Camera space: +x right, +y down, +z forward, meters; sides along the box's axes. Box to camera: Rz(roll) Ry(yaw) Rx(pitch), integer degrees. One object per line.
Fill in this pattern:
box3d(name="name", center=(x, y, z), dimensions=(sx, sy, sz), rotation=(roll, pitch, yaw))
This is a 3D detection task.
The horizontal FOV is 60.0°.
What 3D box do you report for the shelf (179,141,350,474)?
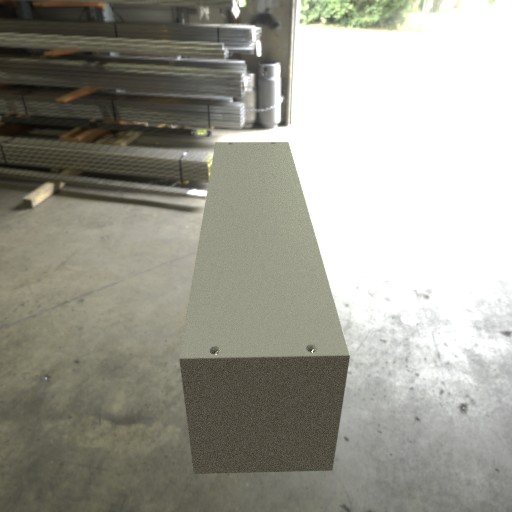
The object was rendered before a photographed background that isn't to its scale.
box3d(name="shelf", center=(0.000, 0.000, 0.691), dimensions=(0.150, 0.170, 0.610), rotation=(-1, 32, -1))
